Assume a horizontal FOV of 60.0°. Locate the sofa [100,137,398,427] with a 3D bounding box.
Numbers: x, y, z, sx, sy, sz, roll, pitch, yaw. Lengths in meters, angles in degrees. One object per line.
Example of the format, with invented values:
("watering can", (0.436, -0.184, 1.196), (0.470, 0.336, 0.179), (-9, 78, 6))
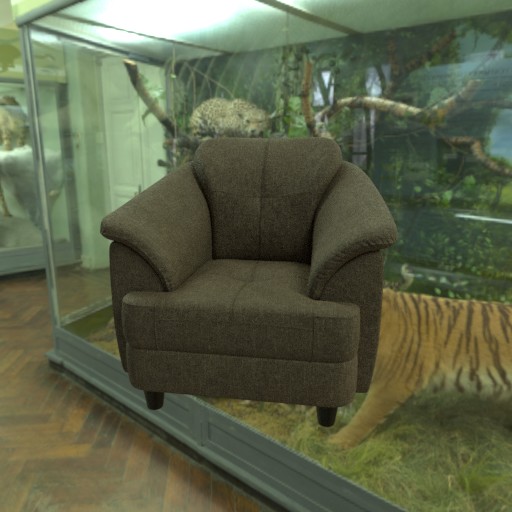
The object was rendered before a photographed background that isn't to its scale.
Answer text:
("sofa", (0.000, 0.000, 1.535), (0.870, 0.811, 0.794), (2, 14, 9))
